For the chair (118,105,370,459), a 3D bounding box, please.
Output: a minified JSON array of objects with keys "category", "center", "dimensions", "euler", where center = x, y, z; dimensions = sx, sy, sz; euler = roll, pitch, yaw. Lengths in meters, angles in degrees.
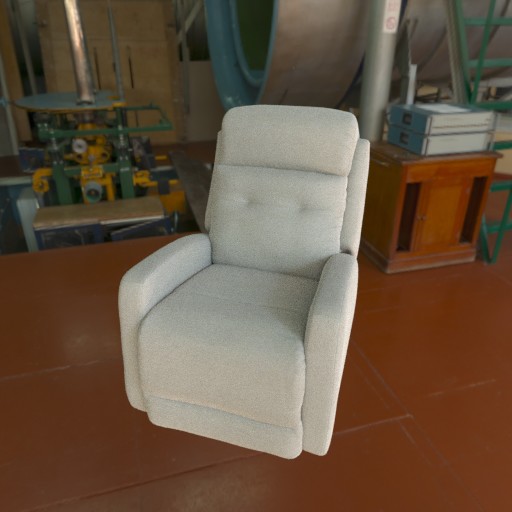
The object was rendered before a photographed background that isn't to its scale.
[{"category":"chair","center":[0.000,0.000,1.740],"dimensions":[0.798,1.013,1.043],"euler":[8,29,16]}]
